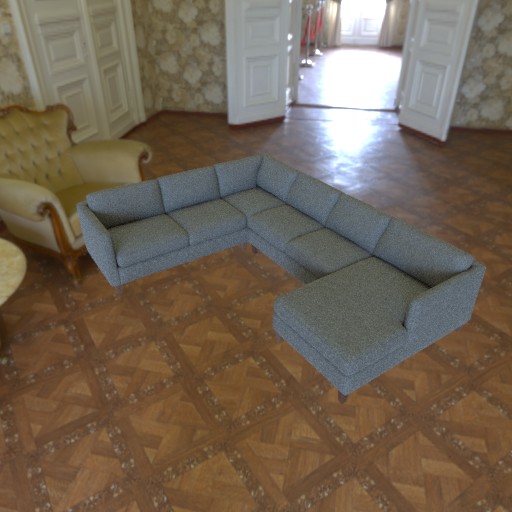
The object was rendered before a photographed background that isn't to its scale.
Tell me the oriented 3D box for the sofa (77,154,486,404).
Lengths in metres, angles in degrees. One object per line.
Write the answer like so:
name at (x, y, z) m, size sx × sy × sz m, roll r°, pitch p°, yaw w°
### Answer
sofa at (0.000, 0.000, 4.366) m, size 2.551 × 0.853 × 3.238 m, roll -20°, pitch 37°, yaw -28°
